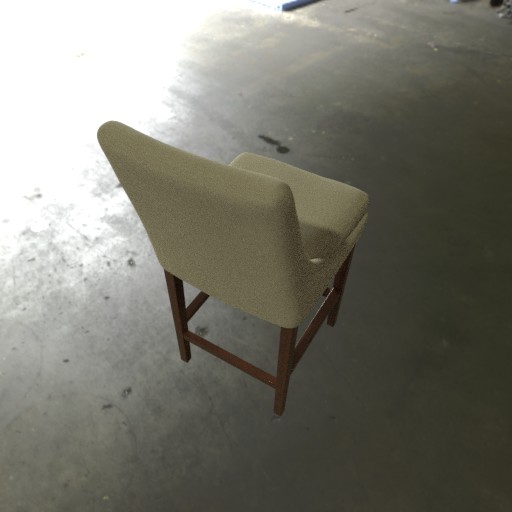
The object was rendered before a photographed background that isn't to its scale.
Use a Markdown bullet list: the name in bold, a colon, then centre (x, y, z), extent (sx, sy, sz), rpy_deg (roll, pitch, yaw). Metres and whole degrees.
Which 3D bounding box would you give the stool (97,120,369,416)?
- **stool**: centre (0.000, 0.000, 1.287), extent (0.470, 0.981, 0.577), rpy_deg (24, 51, 21)
